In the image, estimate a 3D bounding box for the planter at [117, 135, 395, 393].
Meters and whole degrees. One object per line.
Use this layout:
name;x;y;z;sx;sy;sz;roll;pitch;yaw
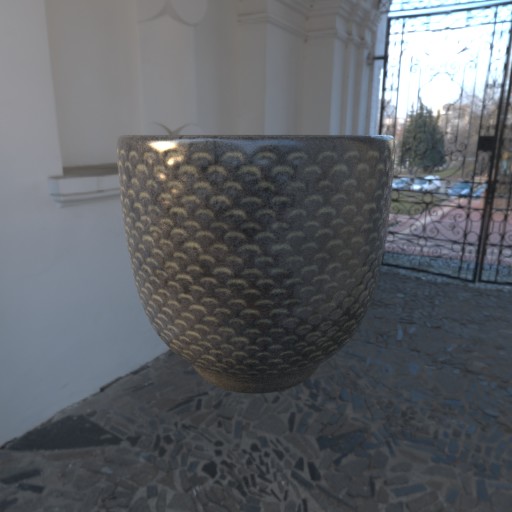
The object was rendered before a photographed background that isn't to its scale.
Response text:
planter;0.000;0.000;0.304;0.172;0.160;0.172;0;15;0
